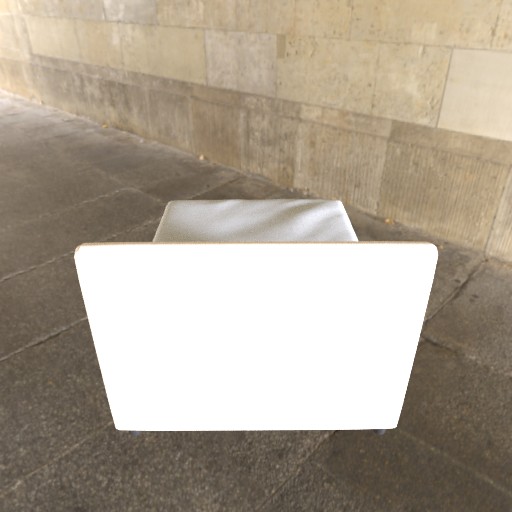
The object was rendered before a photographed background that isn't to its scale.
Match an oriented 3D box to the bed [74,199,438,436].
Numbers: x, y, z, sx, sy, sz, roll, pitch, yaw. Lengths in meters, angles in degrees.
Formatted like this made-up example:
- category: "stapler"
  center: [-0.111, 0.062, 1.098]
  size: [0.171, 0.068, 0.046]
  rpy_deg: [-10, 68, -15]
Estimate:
- category: "bed"
  center: [0.000, 0.000, 3.247]
  size: [1.748, 1.330, 2.142]
  rpy_deg: [0, 31, 0]
